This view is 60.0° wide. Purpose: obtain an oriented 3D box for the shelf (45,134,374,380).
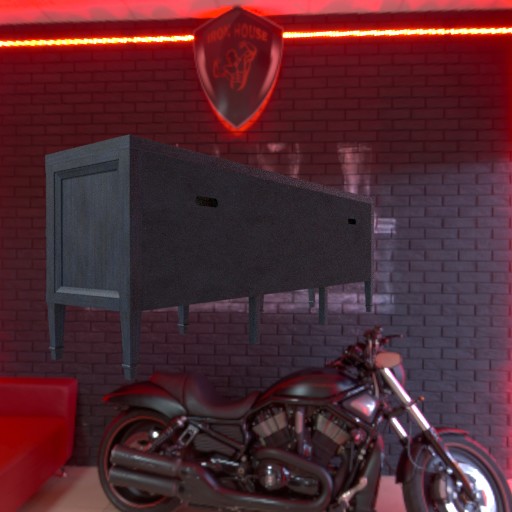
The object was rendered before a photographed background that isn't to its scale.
[{"bbox_3d":[0.000,0.000,2.179,0.471,0.715,1.878,0,1,36],"label":"shelf"}]
